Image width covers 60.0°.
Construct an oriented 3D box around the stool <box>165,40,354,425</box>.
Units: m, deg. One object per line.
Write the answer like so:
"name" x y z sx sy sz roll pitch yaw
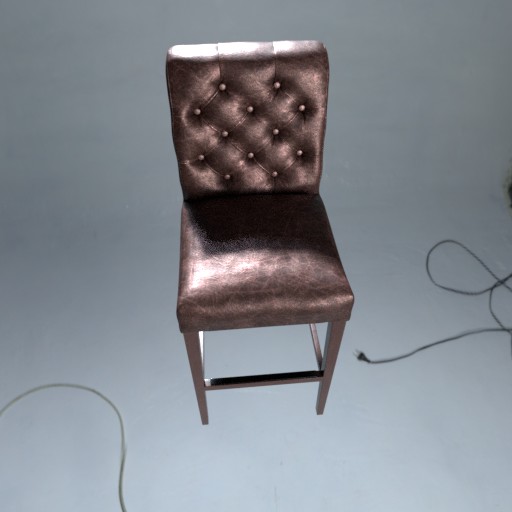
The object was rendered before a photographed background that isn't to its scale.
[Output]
"stool" 0.000 0.000 1.492 0.483 1.168 0.659 -4 46 -4
